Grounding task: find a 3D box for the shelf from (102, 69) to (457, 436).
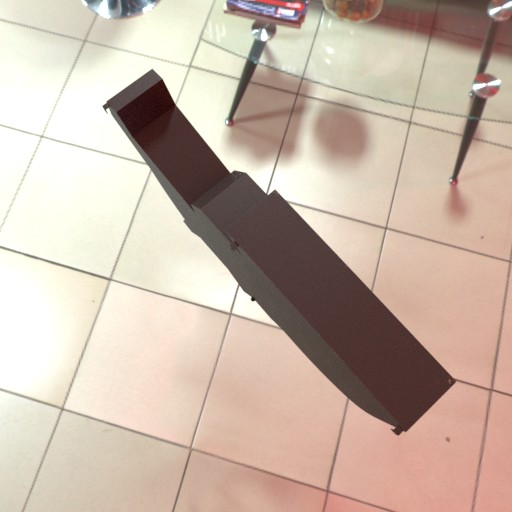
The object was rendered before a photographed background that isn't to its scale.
[{"bbox_3d":[0.000,0.000,0.893,0.112,0.439,0.729,-40,79,-9],"label":"shelf"}]
